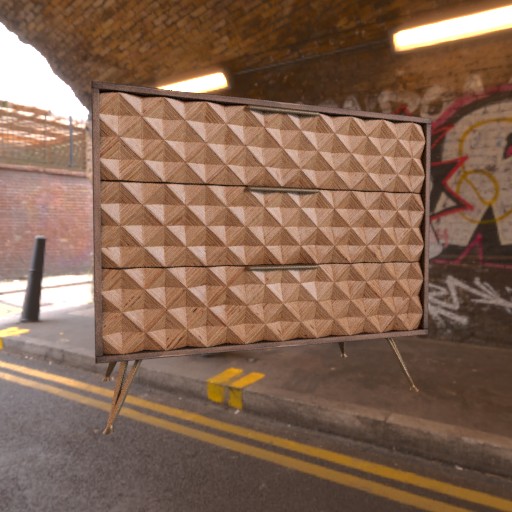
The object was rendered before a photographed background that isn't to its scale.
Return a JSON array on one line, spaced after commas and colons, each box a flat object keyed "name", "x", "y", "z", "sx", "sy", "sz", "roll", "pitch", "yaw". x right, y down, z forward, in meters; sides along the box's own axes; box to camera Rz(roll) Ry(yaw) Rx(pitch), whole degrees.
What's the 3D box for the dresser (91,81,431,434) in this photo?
[{"name": "dresser", "x": 0.000, "y": 0.000, "z": 1.350, "sx": 0.923, "sy": 0.801, "sz": 0.453, "roll": -1, "pitch": 2, "yaw": -19}]
